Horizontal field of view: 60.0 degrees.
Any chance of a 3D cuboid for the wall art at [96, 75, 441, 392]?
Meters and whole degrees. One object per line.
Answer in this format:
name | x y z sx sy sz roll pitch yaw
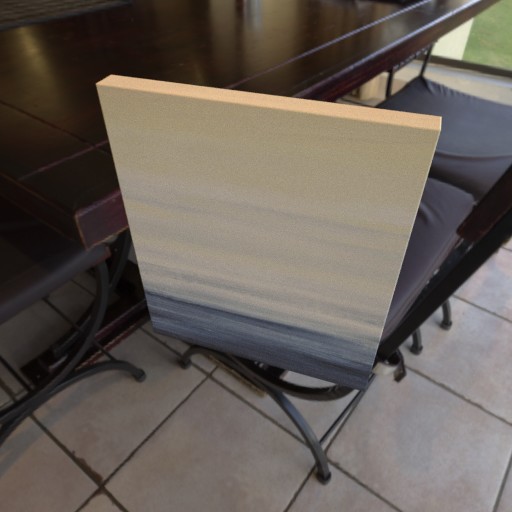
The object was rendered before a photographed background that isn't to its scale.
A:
wall art | 0.000 0.000 0.713 0.435 0.511 0.037 12 42 14
